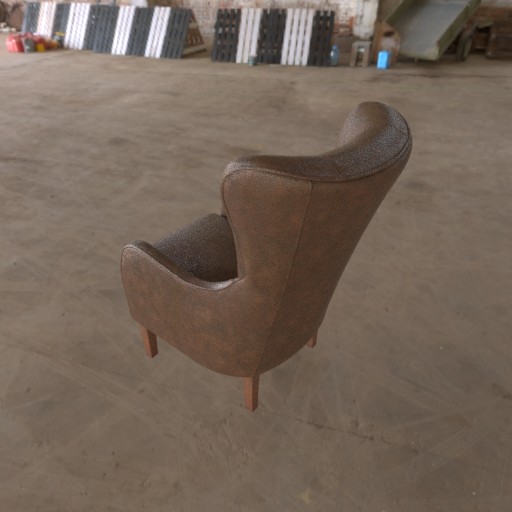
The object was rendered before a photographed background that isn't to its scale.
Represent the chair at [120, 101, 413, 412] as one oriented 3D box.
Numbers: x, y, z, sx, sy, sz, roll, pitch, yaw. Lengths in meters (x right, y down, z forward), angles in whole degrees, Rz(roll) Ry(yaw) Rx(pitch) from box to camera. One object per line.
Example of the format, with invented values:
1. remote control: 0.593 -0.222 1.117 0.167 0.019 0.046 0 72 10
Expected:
1. chair: 0.000 0.000 1.617 0.914 1.048 0.692 23 39 31
